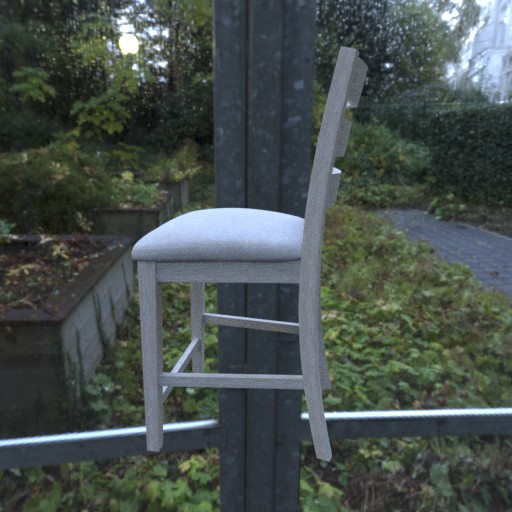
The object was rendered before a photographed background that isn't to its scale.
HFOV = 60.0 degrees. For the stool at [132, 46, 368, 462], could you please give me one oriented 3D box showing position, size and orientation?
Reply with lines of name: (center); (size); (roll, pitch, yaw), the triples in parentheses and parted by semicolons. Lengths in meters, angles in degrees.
stool: (0.000, 0.000, 1.288); (0.569, 1.032, 0.484); (2, 15, 9)
